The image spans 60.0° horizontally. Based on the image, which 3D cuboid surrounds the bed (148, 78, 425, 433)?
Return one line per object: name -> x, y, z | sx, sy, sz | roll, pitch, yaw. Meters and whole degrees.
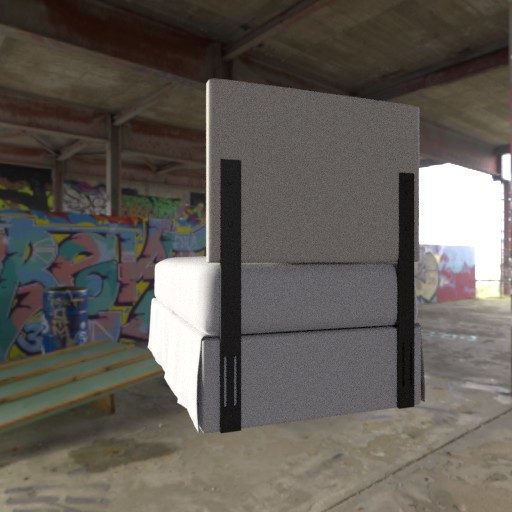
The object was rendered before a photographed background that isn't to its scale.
bed -> 0.000, 0.000, 3.050 | 1.261, 1.571, 1.997 | 0, 0, -20
